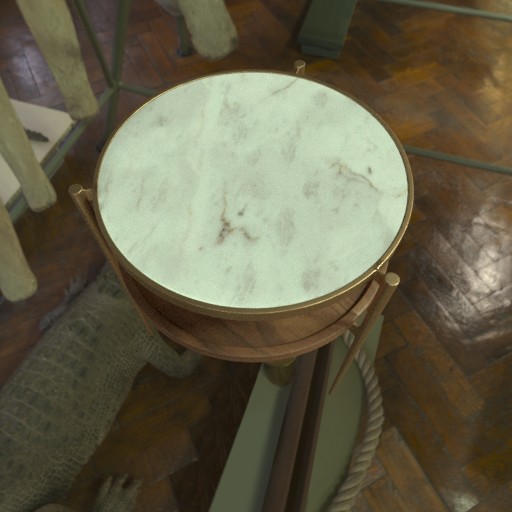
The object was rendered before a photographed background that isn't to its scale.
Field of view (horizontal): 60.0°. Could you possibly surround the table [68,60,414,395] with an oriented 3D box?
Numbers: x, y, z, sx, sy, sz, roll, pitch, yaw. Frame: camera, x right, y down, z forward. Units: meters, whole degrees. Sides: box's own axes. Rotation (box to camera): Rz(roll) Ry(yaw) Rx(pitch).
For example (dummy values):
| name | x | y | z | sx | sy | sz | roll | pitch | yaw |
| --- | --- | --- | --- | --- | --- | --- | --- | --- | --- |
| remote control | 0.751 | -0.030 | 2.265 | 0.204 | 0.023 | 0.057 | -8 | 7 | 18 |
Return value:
| name | x | y | z | sx | sy | sz | roll | pitch | yaw |
| --- | --- | --- | --- | --- | --- | --- | --- | --- | --- |
| table | 0.000 | 0.000 | 0.804 | 0.430 | 0.493 | 0.456 | 16 | 60 | 10 |
